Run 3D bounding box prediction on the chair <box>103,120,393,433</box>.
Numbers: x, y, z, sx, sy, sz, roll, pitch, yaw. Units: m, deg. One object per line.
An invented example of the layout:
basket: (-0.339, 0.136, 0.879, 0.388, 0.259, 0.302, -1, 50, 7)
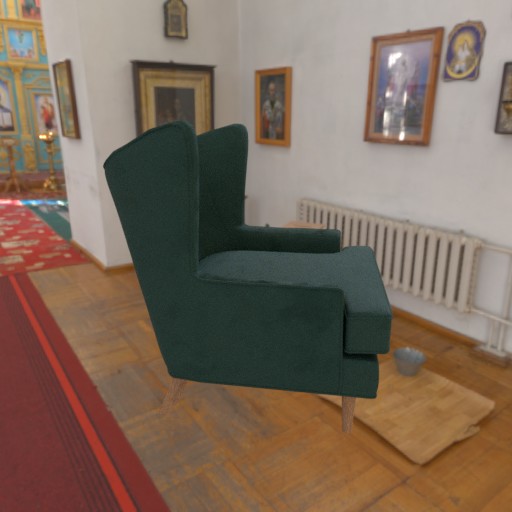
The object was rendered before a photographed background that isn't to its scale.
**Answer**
chair: (0.000, 0.000, 1.644, 0.910, 0.952, 0.793, 3, 16, 9)
